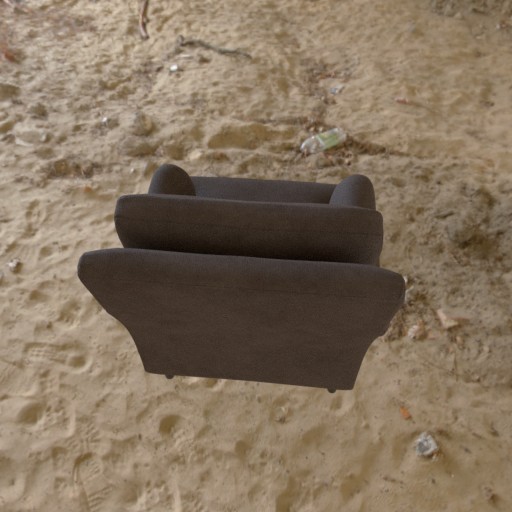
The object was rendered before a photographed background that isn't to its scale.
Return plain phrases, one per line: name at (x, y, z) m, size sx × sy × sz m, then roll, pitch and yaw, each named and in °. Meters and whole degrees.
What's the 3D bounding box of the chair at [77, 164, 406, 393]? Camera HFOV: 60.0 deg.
chair at (0.000, 0.000, 1.831) m, size 0.955 × 0.997 × 1.070 m, roll 4°, pitch 46°, yaw 4°
